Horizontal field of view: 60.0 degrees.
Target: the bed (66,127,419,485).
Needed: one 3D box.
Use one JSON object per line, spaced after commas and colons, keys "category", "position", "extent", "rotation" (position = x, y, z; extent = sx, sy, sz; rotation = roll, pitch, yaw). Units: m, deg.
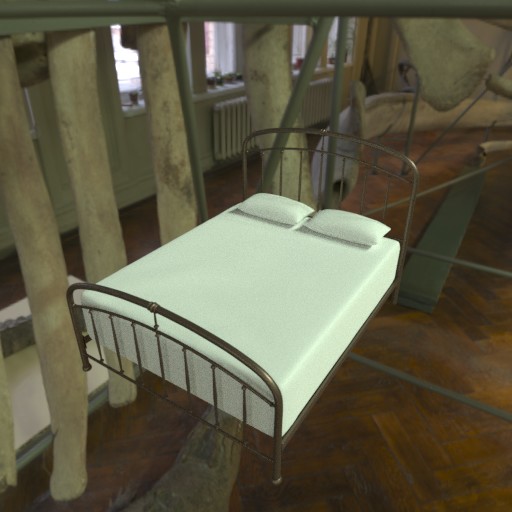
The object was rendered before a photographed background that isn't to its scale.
{"category": "bed", "position": [0.000, 0.000, 3.337], "extent": [1.711, 1.475, 2.168], "rotation": [18, 34, 29]}
